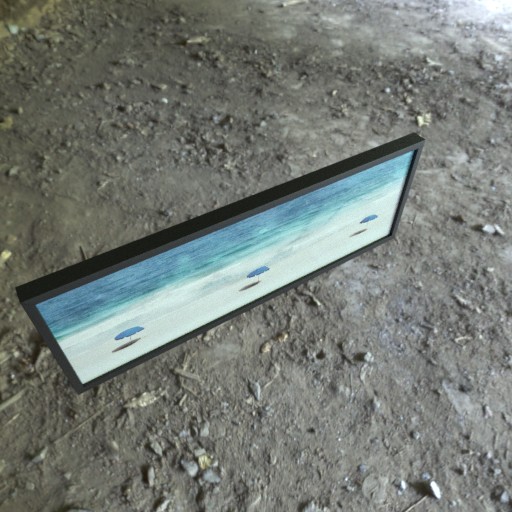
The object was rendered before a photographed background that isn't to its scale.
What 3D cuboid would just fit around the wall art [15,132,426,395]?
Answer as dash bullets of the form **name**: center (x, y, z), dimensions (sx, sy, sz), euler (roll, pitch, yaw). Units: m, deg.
- **wall art**: center (0.000, 0.000, 0.945), dimensions (0.860, 0.303, 0.037), euler (-24, 51, -21)
